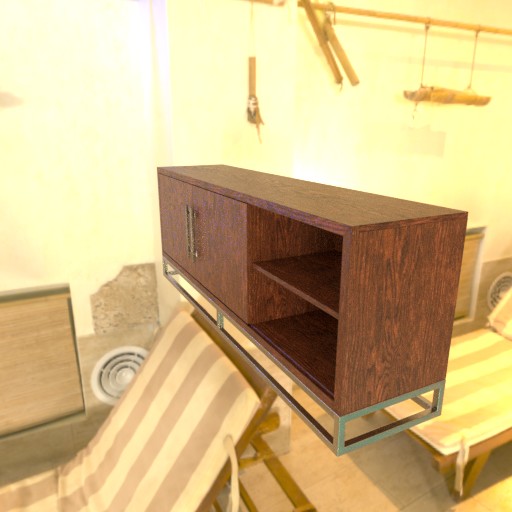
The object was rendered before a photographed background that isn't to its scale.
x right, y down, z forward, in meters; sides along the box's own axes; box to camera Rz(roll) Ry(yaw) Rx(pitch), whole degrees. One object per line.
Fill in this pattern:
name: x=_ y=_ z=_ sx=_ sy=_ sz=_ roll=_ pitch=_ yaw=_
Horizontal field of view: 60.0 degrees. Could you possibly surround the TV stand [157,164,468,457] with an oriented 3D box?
TV stand: x=0.000 y=0.000 z=1.736 sx=0.382 sy=0.578 sz=1.541 roll=-8 pitch=18 yaw=-26
